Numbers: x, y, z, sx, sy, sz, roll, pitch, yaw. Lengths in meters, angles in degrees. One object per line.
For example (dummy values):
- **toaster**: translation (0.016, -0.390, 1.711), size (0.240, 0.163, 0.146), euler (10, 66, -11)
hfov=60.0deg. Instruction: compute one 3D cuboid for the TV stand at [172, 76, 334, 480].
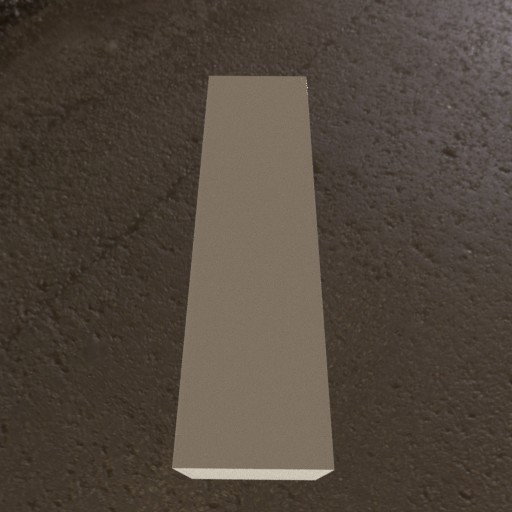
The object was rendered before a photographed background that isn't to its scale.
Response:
- **TV stand**: translation (0.000, 0.000, 1.687), size (0.410, 0.440, 1.500), euler (0, 60, 0)
